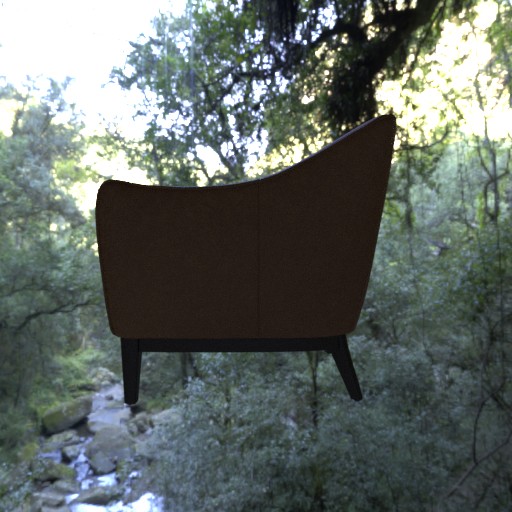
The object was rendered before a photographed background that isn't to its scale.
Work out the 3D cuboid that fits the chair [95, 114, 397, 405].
[{"bbox_3d":[0.000,0.000,1.579,0.852,0.830,0.871,0,1,1],"label":"chair"}]
